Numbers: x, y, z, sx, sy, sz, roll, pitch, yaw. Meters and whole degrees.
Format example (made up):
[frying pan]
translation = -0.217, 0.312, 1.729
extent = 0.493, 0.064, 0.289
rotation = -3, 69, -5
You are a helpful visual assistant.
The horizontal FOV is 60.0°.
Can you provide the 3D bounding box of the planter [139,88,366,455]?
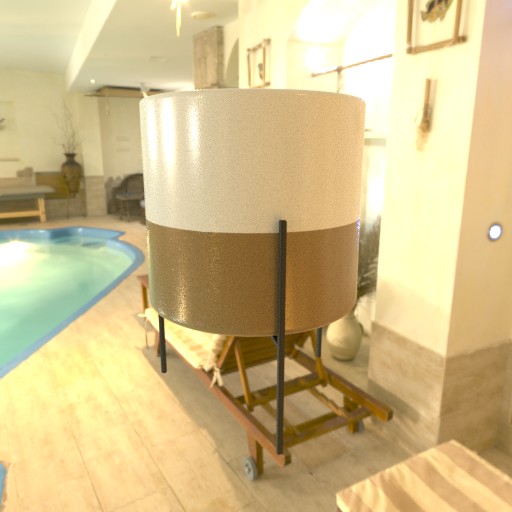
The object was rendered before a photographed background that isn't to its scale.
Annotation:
[planter]
translation = 0.000, 0.000, 0.653
extent = 0.310, 0.432, 0.310
rotation = -7, 15, -26
